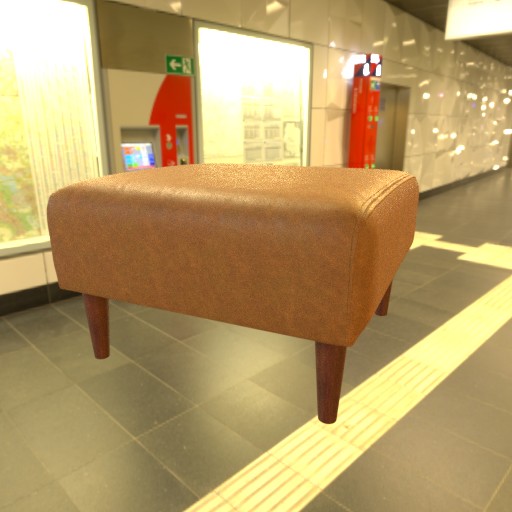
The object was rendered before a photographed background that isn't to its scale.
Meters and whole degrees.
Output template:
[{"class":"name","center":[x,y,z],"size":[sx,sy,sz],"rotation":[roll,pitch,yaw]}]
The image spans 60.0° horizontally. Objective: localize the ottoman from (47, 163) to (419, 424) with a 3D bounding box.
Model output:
[{"class":"ottoman","center":[0.000,0.000,1.047],"size":[0.650,0.399,0.650],"rotation":[7,18,24]}]
